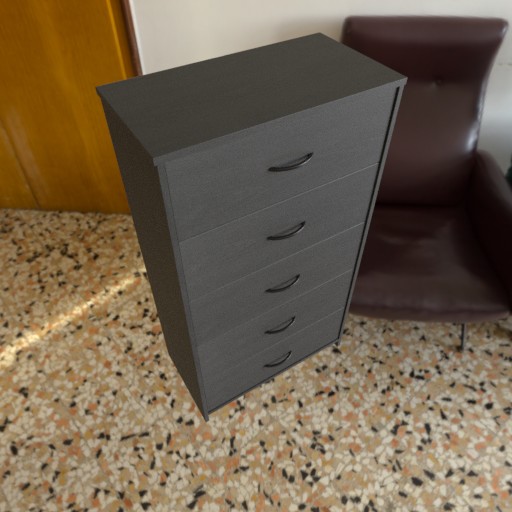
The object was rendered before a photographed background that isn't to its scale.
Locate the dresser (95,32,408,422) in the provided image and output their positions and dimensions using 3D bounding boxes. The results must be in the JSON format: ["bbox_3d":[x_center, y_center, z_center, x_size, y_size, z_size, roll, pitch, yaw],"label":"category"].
[{"bbox_3d":[0.000,0.000,1.571,0.704,1.255,0.399,-24,51,-21],"label":"dresser"}]
